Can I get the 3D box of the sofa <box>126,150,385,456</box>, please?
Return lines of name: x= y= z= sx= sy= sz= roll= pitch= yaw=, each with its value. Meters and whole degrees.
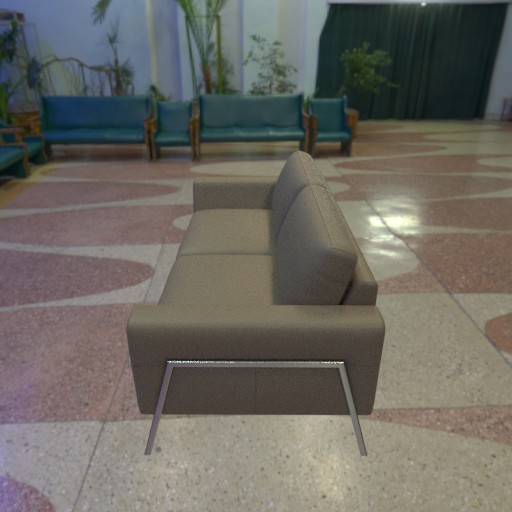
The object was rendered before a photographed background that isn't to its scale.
sofa: x=0.000 y=0.000 z=2.560 sx=0.953 sy=0.875 sz=2.017 roll=0 pitch=25 yaw=0
